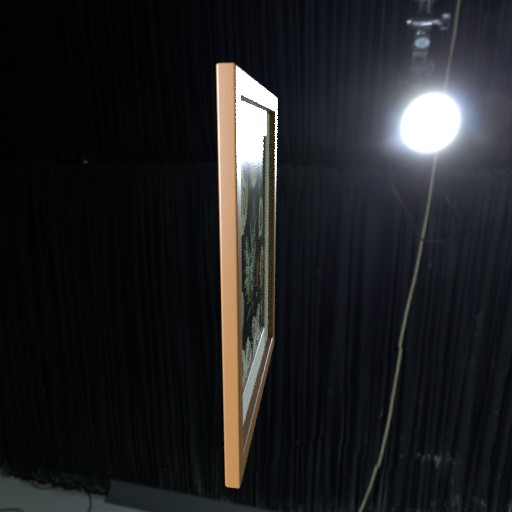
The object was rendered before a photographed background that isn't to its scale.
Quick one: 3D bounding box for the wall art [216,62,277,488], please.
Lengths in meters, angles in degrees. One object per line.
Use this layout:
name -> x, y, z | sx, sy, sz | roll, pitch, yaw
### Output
wall art -> 0.000, 0.000, 0.524 | 0.015, 0.379, 0.310 | 2, 15, 8
